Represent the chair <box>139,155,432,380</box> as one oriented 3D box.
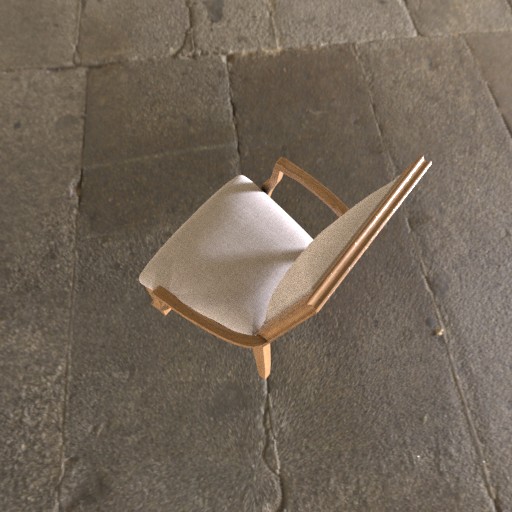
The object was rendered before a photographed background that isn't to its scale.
[{"bbox_3d":[0.000,0.000,1.367,0.602,0.990,0.606,35,69,16],"label":"chair"}]
